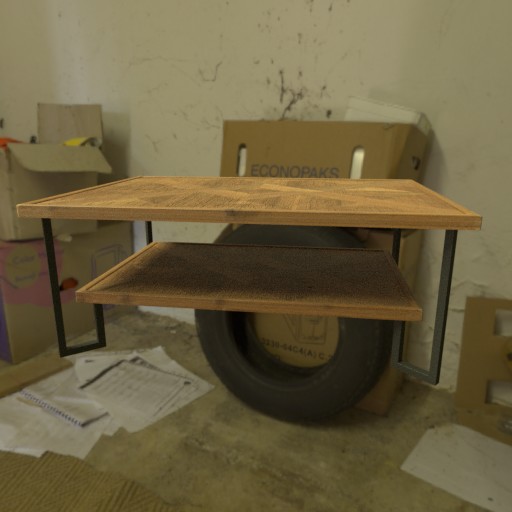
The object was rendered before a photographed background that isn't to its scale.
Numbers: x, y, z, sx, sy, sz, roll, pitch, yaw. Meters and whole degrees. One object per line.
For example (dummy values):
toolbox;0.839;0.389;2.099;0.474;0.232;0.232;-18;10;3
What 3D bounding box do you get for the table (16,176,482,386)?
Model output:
table;0.000;0.000;1.643;1.238;0.492;0.877;2;16;8
